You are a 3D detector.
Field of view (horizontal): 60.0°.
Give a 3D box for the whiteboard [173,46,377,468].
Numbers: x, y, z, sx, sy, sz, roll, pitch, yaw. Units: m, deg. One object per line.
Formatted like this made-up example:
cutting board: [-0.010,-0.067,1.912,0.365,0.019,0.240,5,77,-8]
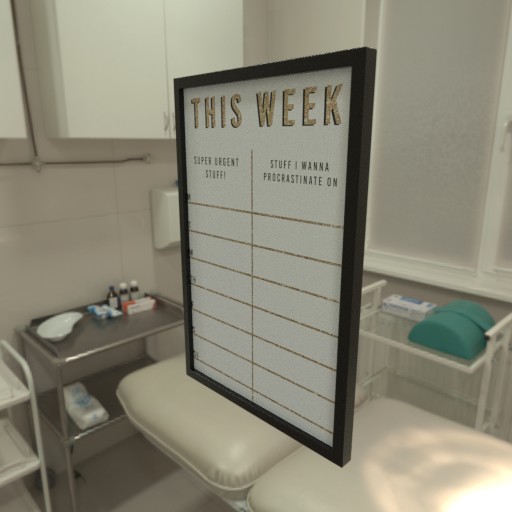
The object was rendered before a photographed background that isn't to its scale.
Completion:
whiteboard: [0.000,0.000,0.766,0.406,0.611,0.026,14,20,43]
